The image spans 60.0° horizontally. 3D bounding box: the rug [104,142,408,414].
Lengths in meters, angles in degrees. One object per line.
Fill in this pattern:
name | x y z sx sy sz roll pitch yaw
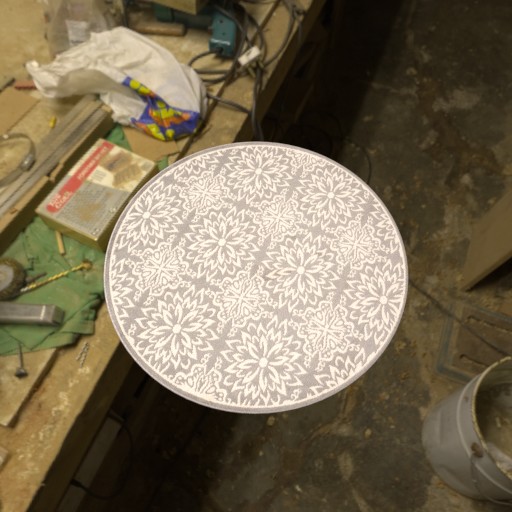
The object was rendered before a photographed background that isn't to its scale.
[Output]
rug | 0.000 0.000 2.346 1.593 0.012 1.593 0 62 0
